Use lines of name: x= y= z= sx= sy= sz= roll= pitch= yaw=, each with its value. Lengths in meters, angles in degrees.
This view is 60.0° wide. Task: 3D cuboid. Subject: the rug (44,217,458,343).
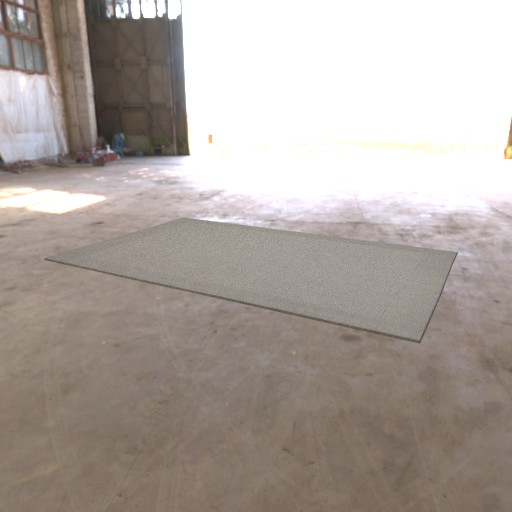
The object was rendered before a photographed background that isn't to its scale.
rug: x=0.000 y=0.000 z=3.074 sx=2.438 sy=0.014 sz=1.524 roll=9 pitch=19 yaw=28
